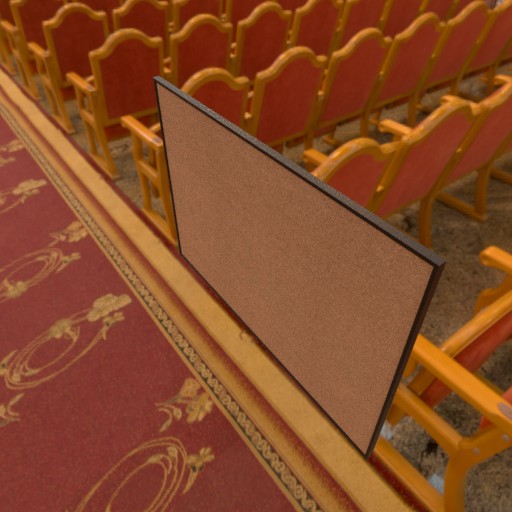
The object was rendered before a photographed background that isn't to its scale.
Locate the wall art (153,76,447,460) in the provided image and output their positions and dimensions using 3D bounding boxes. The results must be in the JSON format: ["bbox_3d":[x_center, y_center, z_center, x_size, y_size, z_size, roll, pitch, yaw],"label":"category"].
[{"bbox_3d":[0.000,0.000,1.176,0.019,0.660,0.957,-26,48,-26],"label":"wall art"}]
